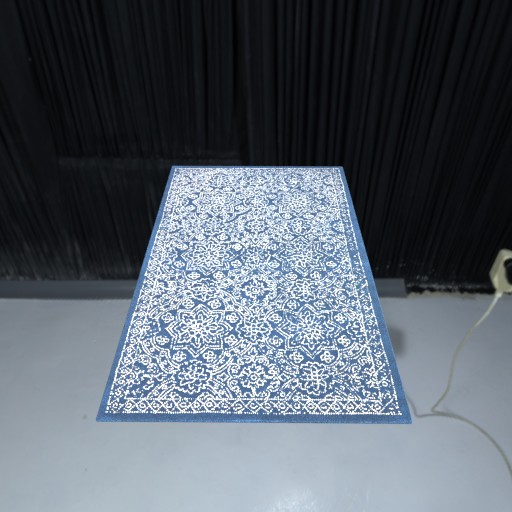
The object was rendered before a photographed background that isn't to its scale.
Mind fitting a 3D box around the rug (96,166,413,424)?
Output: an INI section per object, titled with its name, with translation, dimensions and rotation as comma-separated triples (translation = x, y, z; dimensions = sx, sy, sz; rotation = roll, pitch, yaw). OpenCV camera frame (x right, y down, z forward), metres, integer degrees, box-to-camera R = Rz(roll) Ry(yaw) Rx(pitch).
[rug]
translation = 0.000, 0.000, 3.051
dimensions = 1.526, 0.015, 2.441
rotation = 0, 41, 0
